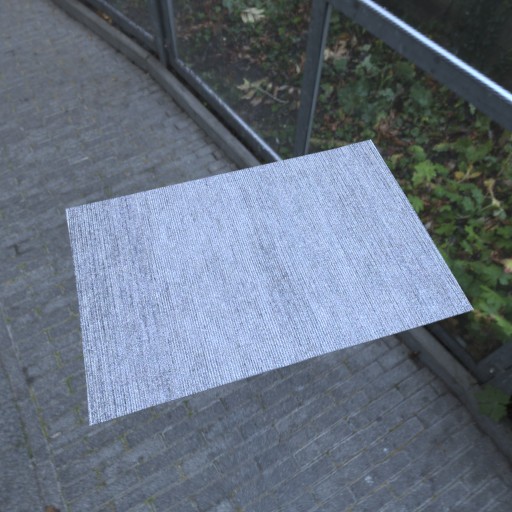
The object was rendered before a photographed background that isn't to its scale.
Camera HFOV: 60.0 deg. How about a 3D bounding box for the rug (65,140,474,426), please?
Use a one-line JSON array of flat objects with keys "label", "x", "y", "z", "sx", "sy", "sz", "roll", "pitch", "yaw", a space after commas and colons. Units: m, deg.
[{"label": "rug", "x": 0.000, "y": 0.000, "z": 2.223, "sx": 1.789, "sy": 0.021, "sz": 1.159, "roll": -14, "pitch": 60, "yaw": -9}]
